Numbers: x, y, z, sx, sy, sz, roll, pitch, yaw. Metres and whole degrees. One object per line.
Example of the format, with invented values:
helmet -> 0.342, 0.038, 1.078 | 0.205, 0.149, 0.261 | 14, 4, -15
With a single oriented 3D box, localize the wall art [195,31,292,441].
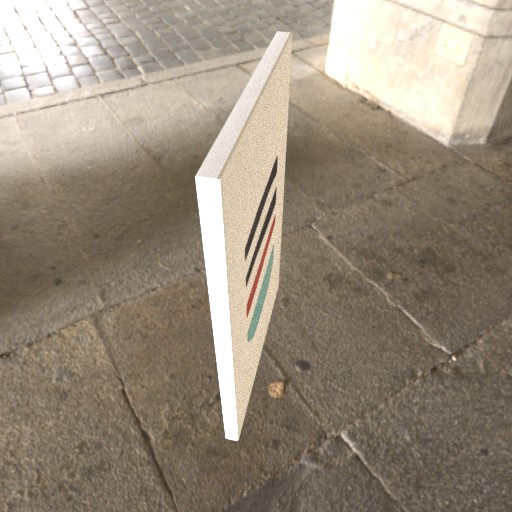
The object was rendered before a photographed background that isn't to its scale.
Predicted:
wall art -> 0.000, 0.000, 1.166 | 0.038, 0.912, 0.607 | 9, 46, 9
